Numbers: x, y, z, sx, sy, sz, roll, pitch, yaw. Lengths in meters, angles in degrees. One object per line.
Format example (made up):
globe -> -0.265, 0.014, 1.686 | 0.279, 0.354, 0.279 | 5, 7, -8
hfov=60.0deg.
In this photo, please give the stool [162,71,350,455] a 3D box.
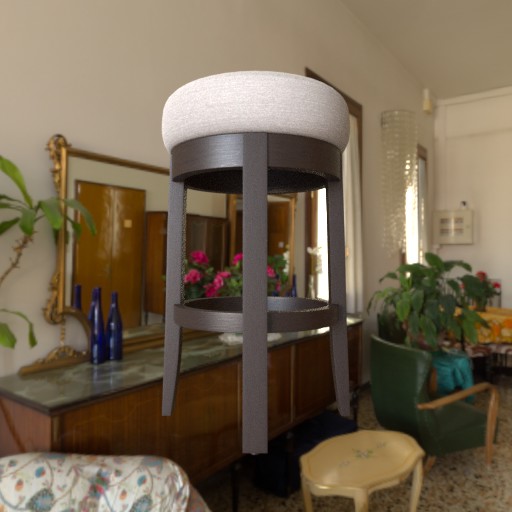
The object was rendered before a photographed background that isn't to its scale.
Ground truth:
stool -> 0.000, 0.000, 1.063 | 0.443, 0.757, 0.443 | 0, 0, 0
